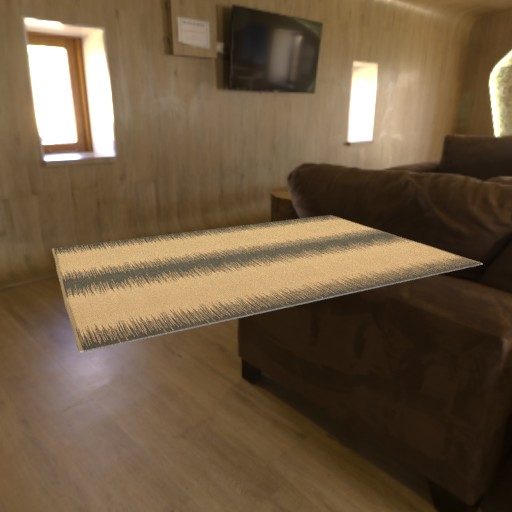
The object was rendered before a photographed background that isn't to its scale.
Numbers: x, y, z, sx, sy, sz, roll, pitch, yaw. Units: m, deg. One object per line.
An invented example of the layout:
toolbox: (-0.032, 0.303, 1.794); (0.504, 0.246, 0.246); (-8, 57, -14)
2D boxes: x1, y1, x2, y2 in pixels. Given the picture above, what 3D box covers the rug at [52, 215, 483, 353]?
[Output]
rug: (0.000, 0.000, 2.270); (1.854, 0.006, 1.234); (-9, 20, -26)
